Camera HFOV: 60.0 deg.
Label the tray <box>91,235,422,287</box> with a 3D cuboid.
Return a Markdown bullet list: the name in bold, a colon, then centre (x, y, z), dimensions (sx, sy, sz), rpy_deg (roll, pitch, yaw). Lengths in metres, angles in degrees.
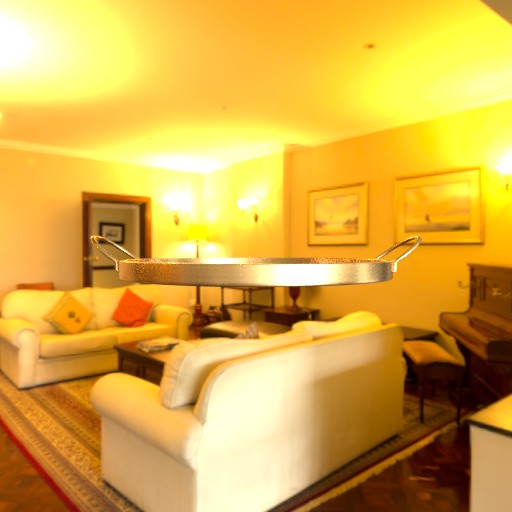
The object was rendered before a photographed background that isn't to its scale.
- **tray**: centre (0.000, 0.000, 0.741), dimensions (0.543, 0.069, 0.438), rpy_deg (0, 1, 0)
